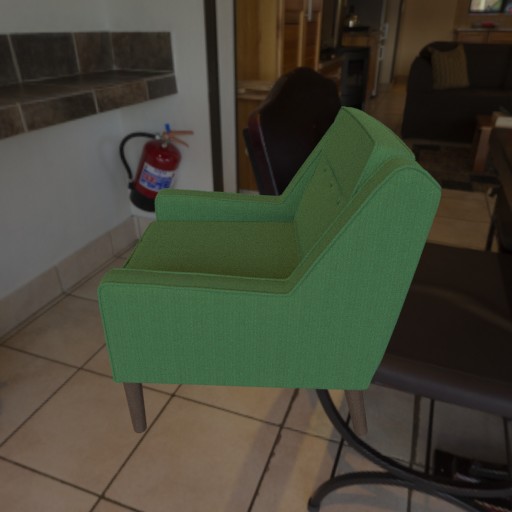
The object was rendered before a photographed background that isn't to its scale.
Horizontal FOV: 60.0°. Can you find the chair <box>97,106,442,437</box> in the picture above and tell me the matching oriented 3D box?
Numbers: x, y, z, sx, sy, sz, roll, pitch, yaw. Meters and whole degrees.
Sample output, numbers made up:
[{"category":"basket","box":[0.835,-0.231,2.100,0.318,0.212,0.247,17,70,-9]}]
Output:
[{"category":"chair","box":[0.000,0.000,1.303,0.743,0.792,0.663,1,28,1]}]
